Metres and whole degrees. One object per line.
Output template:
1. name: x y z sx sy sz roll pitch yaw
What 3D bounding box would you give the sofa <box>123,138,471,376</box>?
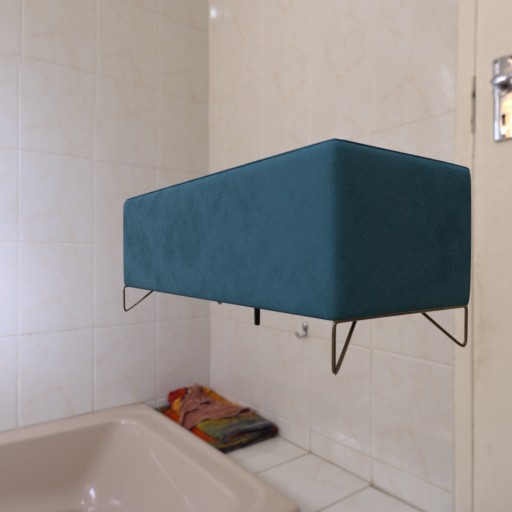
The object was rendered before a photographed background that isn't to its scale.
1. sofa: 0.000 0.000 2.524 0.867 0.789 2.087 0 0 -36
